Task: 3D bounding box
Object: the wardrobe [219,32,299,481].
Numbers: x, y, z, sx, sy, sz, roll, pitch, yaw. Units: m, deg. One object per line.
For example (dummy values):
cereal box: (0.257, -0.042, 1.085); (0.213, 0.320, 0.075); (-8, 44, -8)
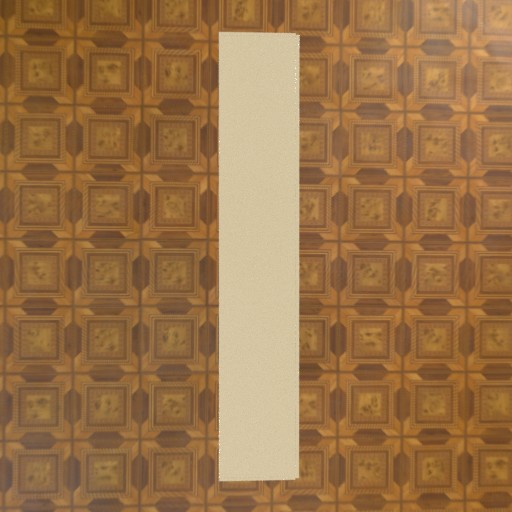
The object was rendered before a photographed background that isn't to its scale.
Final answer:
wardrobe: (0.000, 0.000, 4.148); (0.580, 2.360, 3.000); (0, 90, -2)
